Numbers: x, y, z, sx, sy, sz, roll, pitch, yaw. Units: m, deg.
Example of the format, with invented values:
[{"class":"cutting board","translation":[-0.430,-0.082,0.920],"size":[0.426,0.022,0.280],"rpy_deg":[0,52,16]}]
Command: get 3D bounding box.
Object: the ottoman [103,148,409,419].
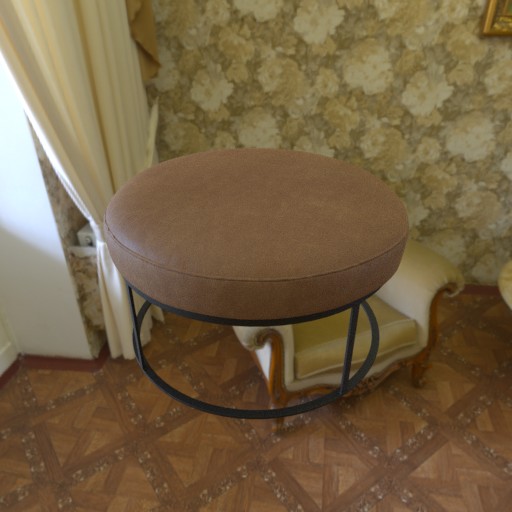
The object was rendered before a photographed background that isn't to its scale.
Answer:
[{"class":"ottoman","translation":[0.000,0.000,1.242],"size":[0.771,0.460,0.771],"rpy_deg":[0,31,0]}]
